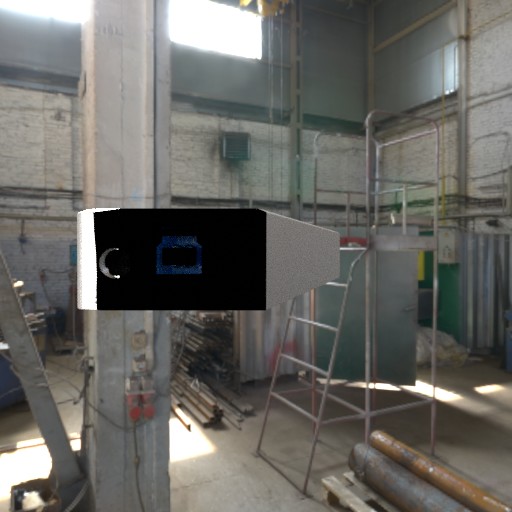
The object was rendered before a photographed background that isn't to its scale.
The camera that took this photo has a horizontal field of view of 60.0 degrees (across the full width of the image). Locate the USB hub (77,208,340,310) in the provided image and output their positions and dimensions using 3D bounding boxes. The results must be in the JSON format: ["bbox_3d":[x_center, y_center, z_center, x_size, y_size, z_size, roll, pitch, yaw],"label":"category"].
[{"bbox_3d":[0.000,0.000,0.164,0.044,0.023,0.145,0,1,18],"label":"USB hub"}]
